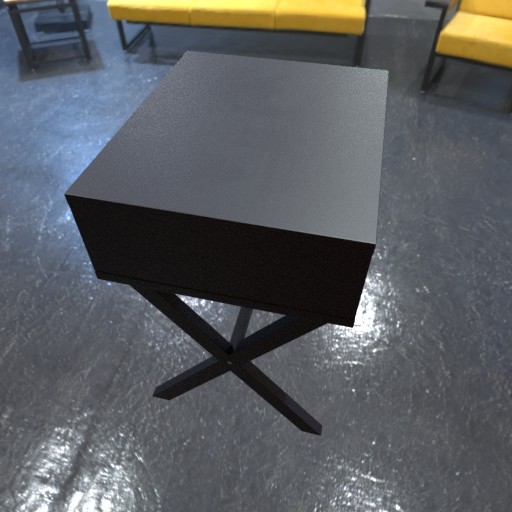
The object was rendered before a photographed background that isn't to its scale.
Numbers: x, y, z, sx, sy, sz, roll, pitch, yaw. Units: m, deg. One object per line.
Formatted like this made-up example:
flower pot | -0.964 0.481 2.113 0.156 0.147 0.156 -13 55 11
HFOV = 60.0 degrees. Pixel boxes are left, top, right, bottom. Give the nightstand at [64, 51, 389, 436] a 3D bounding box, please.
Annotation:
nightstand | 0.000 0.000 0.931 0.402 0.623 0.479 10 47 9
